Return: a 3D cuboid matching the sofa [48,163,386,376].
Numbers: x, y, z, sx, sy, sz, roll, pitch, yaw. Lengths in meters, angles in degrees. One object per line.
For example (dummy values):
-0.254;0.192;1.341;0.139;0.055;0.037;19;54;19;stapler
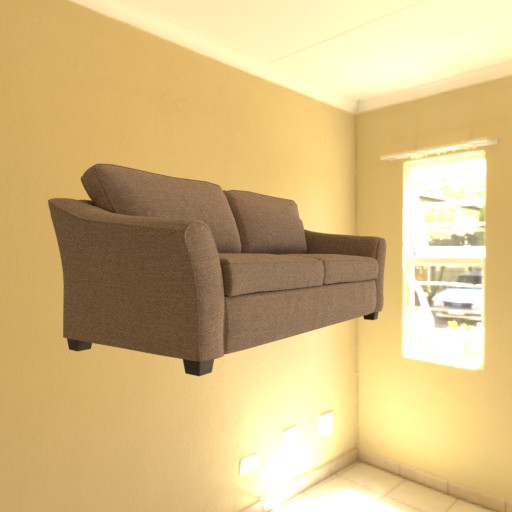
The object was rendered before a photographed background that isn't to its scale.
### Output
0.000;0.000;2.828;0.980;0.965;2.270;0;0;36;sofa
